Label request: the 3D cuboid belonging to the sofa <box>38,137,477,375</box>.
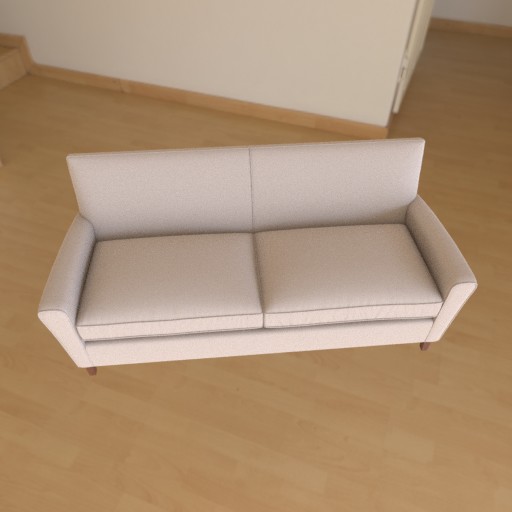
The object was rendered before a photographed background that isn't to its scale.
[{"bbox_3d":[0.000,0.000,2.380,2.000,0.846,0.875,-3,47,-3],"label":"sofa"}]
